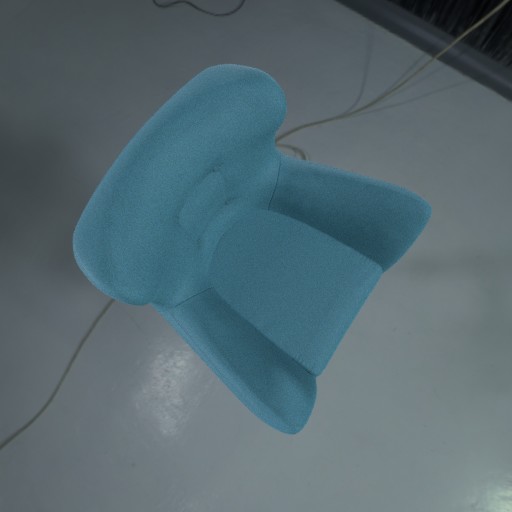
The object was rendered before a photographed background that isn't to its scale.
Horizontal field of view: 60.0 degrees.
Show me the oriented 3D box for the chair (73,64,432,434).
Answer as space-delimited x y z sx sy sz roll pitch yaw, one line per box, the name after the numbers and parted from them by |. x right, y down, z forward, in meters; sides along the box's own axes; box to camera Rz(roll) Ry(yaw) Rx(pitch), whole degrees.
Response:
0.000 0.000 1.605 0.889 0.889 0.890 33 78 8 | chair
